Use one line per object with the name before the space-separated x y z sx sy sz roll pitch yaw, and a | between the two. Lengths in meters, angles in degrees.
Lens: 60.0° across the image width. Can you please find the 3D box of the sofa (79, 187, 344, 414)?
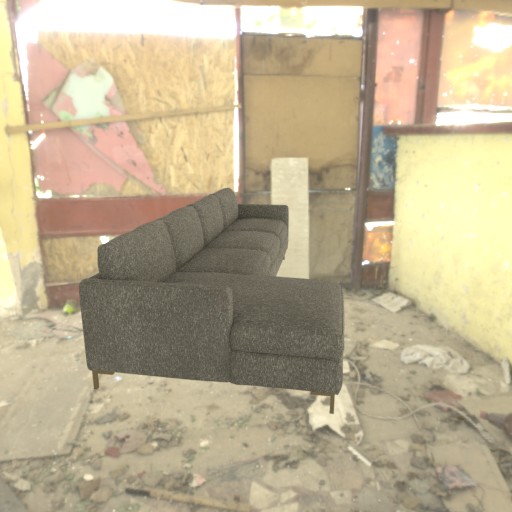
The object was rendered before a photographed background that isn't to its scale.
sofa | 0.000 0.000 3.542 1.350 0.810 2.932 2 15 9
